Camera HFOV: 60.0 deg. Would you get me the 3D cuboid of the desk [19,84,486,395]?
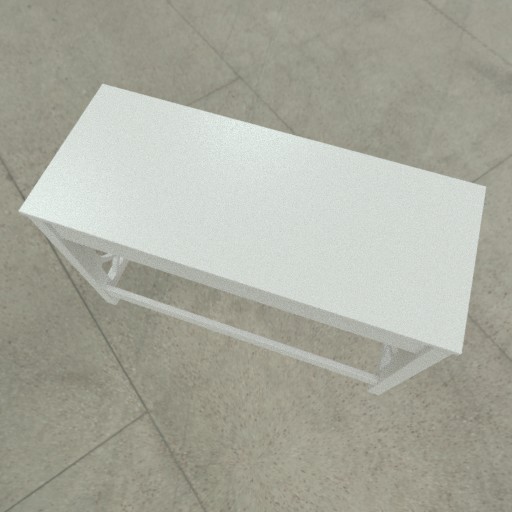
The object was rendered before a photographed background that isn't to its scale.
[{"bbox_3d":[0.000,0.000,1.564,1.191,0.762,0.504,17,66,8],"label":"desk"}]
